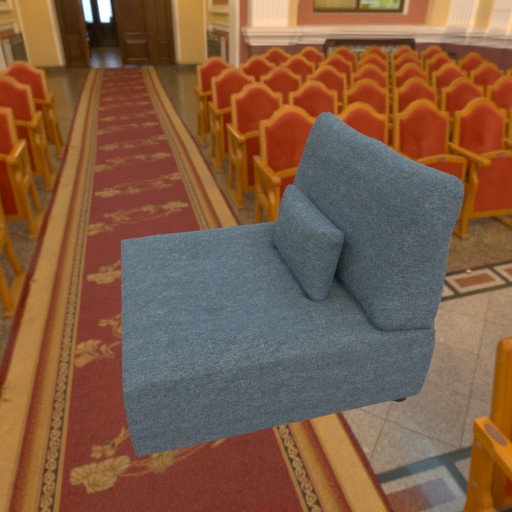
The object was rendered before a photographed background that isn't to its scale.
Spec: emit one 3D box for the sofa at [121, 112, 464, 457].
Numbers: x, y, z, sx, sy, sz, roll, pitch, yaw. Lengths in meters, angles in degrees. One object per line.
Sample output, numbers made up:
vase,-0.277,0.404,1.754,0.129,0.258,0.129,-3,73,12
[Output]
sofa,0.000,0.000,1.645,1.000,0.820,0.930,-8,31,-13
